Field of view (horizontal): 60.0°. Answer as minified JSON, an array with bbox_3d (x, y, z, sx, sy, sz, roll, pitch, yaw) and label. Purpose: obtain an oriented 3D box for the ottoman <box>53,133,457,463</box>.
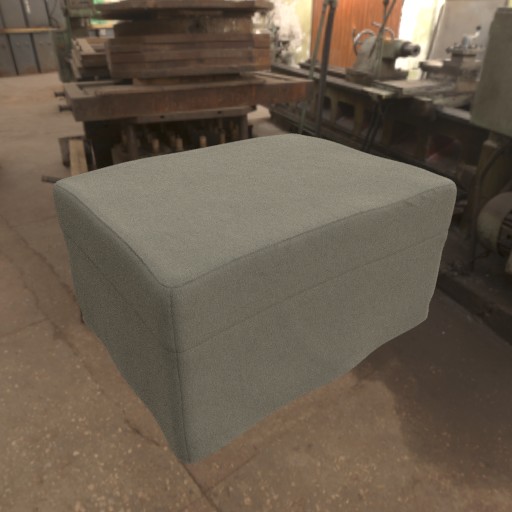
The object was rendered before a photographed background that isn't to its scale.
[{"bbox_3d":[0.000,0.000,1.215,0.833,0.461,0.648,-20,35,-32],"label":"ottoman"}]
